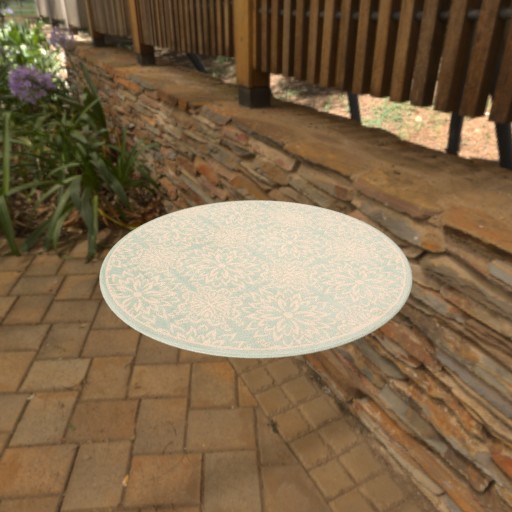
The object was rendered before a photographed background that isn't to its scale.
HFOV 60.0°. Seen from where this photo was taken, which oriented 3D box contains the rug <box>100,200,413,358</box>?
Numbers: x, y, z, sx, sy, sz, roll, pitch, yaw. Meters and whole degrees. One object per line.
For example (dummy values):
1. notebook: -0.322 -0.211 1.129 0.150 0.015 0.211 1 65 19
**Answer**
1. rug: 0.000 0.000 2.360 1.593 0.012 1.593 0 29 0
